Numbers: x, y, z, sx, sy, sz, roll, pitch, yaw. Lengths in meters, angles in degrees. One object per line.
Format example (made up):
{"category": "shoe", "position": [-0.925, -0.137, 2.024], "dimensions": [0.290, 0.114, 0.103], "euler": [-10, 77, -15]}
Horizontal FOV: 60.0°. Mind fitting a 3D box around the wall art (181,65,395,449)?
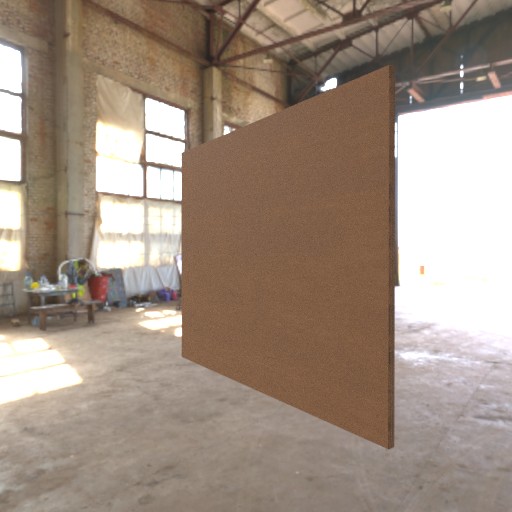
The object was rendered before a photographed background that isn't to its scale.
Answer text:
{"category": "wall art", "position": [0.000, 0.000, 0.681], "dimensions": [0.010, 0.408, 0.508], "euler": [0, 1, -35]}
